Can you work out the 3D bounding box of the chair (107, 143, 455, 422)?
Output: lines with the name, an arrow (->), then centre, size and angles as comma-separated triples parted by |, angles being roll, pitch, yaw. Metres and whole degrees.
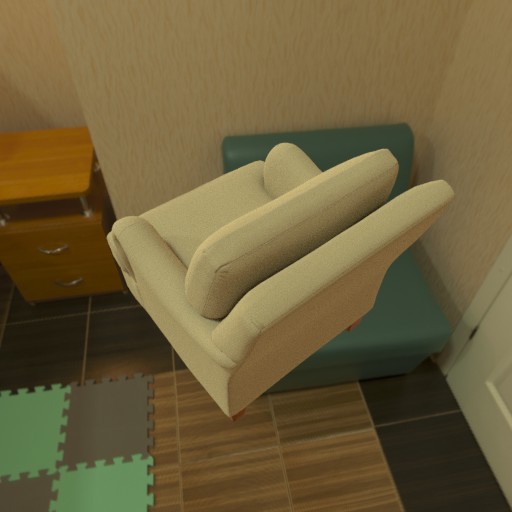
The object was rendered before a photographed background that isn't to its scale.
chair -> 0.000, 0.000, 1.899 | 0.955, 1.038, 1.070 | -31, 54, -25
